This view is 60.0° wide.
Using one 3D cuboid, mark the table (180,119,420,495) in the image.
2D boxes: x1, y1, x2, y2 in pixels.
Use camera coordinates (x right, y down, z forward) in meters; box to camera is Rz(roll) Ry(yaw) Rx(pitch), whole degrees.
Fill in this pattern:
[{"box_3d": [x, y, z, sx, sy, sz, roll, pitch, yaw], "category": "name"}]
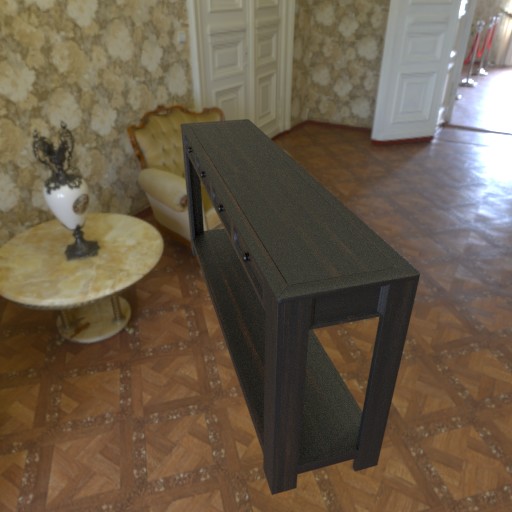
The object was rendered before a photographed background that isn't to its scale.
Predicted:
[{"box_3d": [0.000, 0.000, 1.915, 0.384, 0.762, 1.631, -8, 32, -14], "category": "table"}]
